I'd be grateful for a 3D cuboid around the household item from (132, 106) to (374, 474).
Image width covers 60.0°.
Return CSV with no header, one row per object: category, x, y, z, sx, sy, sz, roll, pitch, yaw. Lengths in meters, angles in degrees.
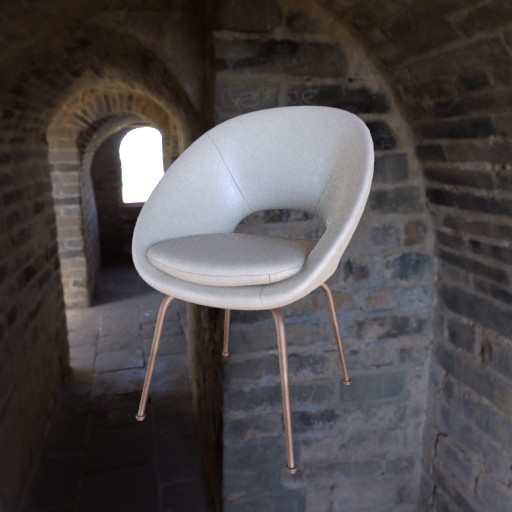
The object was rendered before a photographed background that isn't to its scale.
household item,0.000,0.000,1.253,0.623,0.852,0.573,7,14,27
